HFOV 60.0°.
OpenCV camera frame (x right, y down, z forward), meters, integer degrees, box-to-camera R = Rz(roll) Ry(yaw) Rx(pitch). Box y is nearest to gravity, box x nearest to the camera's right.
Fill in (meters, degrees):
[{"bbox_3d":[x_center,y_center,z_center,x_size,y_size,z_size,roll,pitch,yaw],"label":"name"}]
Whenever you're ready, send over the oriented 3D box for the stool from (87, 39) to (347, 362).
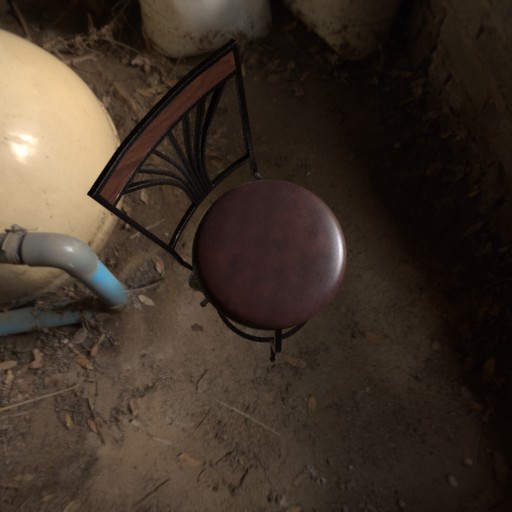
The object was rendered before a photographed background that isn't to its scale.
[{"bbox_3d":[0.000,0.000,1.362,0.514,1.117,0.433,37,78,9],"label":"stool"}]
